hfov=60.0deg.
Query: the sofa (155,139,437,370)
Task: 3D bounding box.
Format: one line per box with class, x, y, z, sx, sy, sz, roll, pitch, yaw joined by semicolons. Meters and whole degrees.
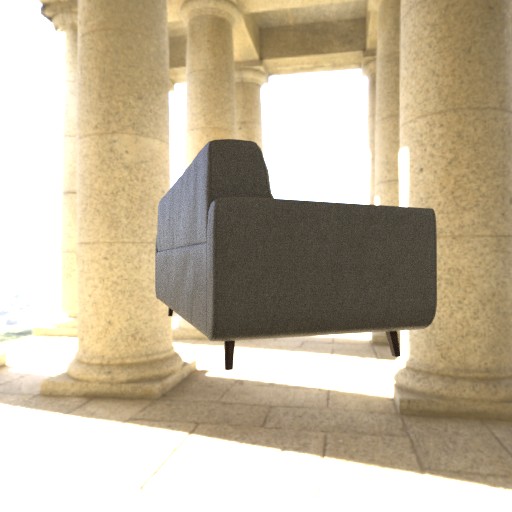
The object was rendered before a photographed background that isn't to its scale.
sofa;0.000;0.000;2.599;0.968;0.873;2.055;0;-1;-18
